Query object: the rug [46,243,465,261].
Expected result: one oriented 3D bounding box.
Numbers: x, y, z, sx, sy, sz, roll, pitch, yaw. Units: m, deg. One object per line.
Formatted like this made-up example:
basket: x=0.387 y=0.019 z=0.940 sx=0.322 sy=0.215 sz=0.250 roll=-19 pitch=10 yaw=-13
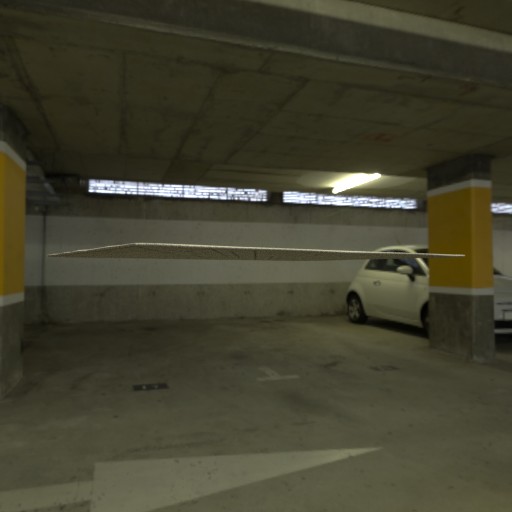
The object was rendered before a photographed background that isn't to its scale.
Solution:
rug: x=0.000 y=0.000 z=4.377 sx=3.381 sy=0.026 sz=2.436 roll=1 pitch=-2 yaw=-36
